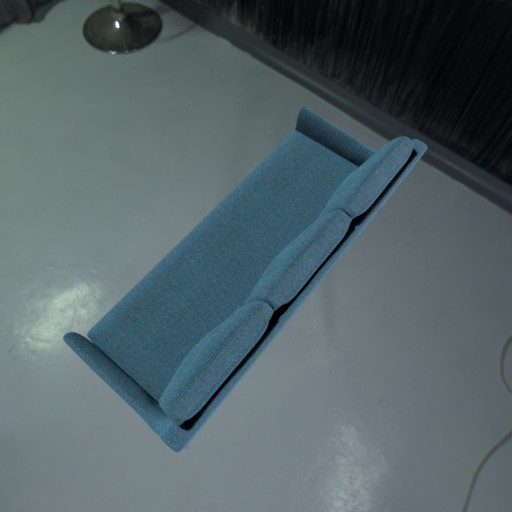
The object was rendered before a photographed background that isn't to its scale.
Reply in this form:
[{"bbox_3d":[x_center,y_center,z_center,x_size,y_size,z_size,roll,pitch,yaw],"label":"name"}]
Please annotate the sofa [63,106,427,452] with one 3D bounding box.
[{"bbox_3d":[0.000,0.000,2.537,0.849,0.837,2.060,36,68,17],"label":"sofa"}]
